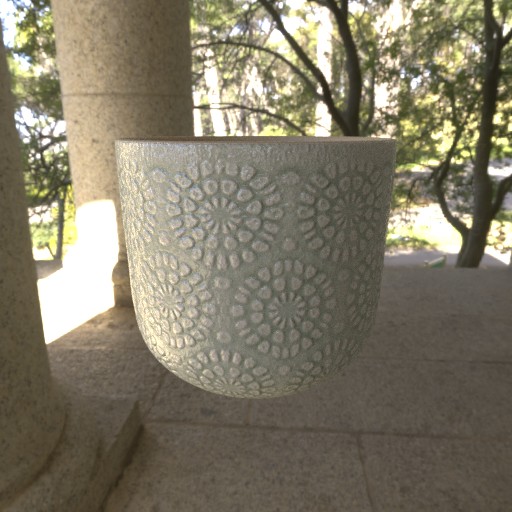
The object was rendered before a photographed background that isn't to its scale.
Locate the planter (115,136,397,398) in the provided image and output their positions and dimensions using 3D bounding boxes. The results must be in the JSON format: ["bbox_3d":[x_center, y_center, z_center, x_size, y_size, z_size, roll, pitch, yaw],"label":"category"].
[{"bbox_3d":[0.000,0.000,0.298,0.169,0.153,0.169,0,16,0],"label":"planter"}]
